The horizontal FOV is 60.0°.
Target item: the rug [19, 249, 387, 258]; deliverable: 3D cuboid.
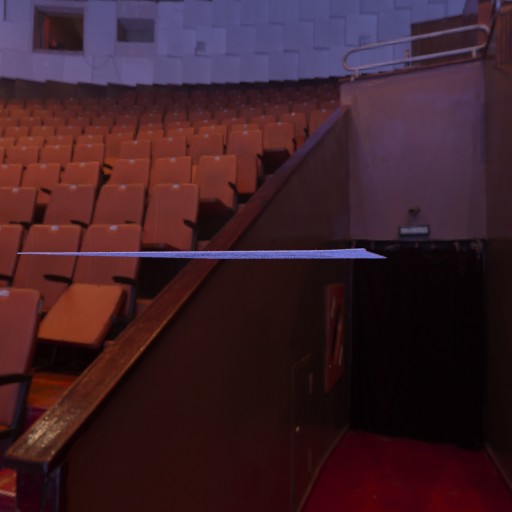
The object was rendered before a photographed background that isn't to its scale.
[{"bbox_3d":[0.000,0.000,2.260,1.223,0.008,1.813,0,-1,18],"label":"rug"}]
